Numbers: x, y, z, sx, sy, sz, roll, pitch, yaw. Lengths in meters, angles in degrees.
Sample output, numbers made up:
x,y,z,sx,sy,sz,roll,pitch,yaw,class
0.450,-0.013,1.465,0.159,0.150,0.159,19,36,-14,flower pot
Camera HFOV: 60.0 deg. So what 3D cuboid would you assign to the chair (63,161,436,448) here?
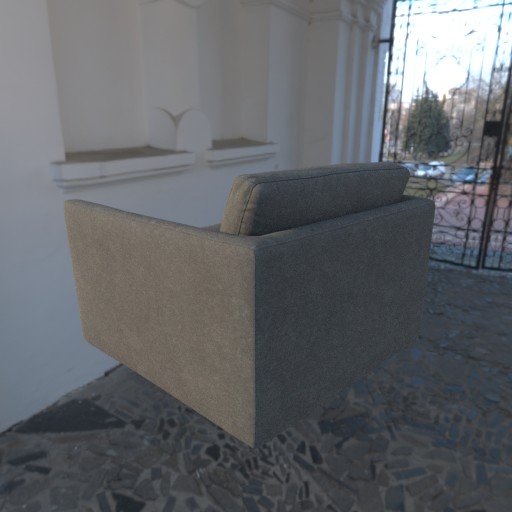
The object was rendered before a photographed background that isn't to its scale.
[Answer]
x,y,z,sx,sy,sz,roll,pitch,yaw,class
0.000,0.000,1.905,1.190,0.845,1.091,-16,23,-42,chair
